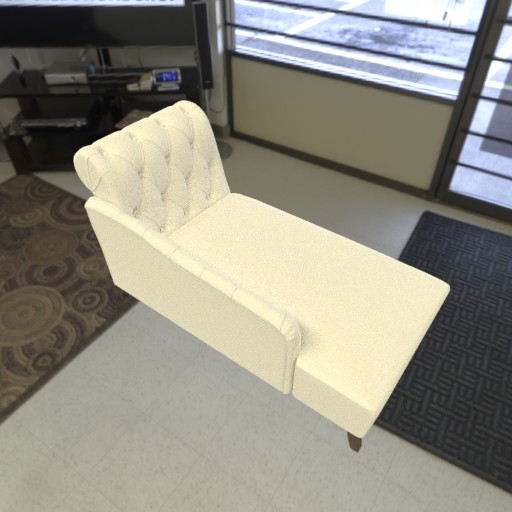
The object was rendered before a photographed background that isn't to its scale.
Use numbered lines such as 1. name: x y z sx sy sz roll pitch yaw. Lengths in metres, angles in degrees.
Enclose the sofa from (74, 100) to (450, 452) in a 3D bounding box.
1. sofa: 0.000 0.000 1.788 1.379 0.787 0.675 26 48 26
